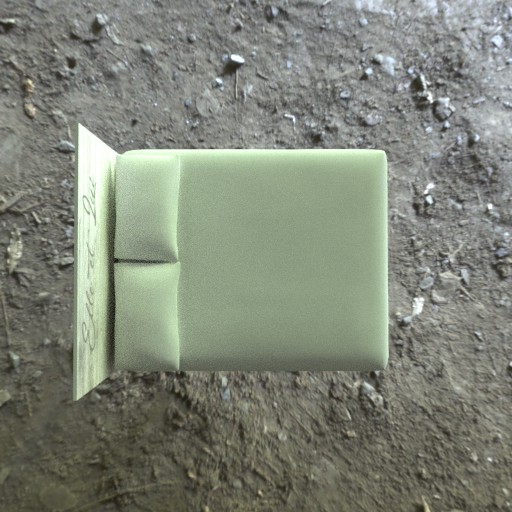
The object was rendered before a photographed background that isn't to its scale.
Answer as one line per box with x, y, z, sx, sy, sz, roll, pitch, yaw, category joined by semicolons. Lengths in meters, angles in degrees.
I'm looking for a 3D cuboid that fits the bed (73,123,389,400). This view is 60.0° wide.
0.000;0.000;3.219;2.094;1.335;1.745;0;89;0;bed
